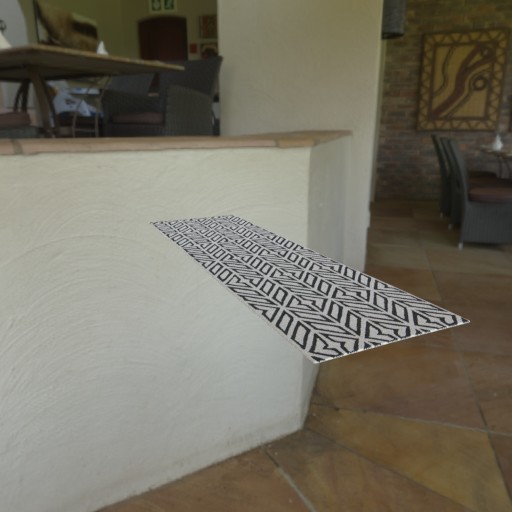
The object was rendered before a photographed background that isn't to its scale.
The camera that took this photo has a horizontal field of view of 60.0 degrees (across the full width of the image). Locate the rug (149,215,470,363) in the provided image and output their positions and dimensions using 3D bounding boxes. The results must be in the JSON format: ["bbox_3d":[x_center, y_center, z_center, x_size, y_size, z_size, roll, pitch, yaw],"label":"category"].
[{"bbox_3d":[0.000,0.000,2.690,0.750,0.009,2.435,-8,18,-25],"label":"rug"}]
